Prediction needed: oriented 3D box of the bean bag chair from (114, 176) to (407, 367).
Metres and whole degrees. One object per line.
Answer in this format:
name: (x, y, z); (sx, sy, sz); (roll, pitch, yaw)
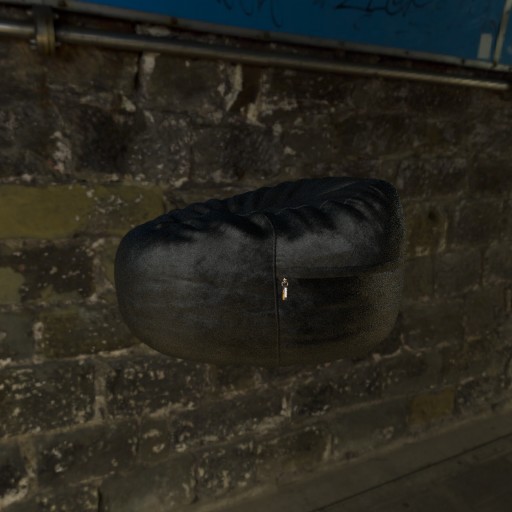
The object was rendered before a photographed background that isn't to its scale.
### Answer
bean bag chair: (0.000, 0.000, 2.489); (1.524, 0.878, 1.524); (-2, 12, -10)
